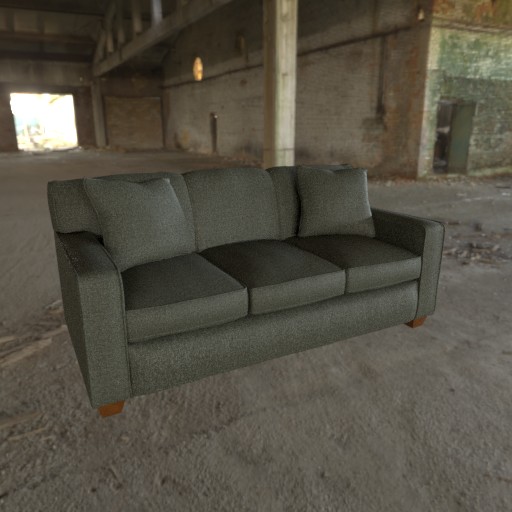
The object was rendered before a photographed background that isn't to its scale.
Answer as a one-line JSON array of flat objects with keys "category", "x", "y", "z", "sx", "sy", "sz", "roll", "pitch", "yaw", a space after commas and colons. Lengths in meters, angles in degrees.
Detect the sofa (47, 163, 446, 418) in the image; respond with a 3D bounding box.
[{"category": "sofa", "x": 0.000, "y": 0.000, "z": 2.525, "sx": 2.024, "sy": 0.958, "sz": 0.997, "roll": -9, "pitch": 18, "yaw": -27}]
